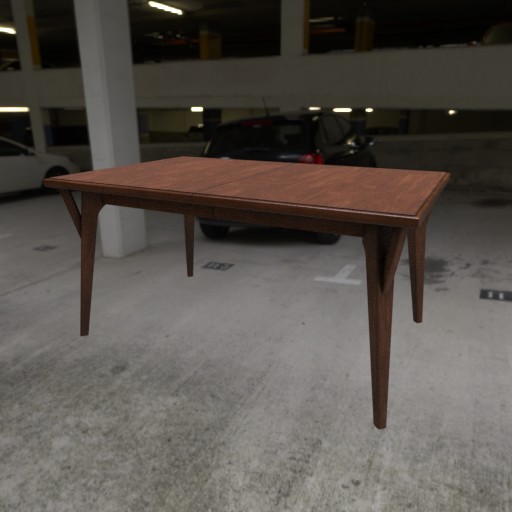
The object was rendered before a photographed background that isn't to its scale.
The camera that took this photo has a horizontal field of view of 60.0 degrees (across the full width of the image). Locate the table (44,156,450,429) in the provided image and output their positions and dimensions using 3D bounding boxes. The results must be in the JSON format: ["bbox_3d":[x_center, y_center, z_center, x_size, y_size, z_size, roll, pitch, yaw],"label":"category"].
[{"bbox_3d":[0.000,0.000,2.092,1.524,0.761,0.990,9,21,26],"label":"table"}]
